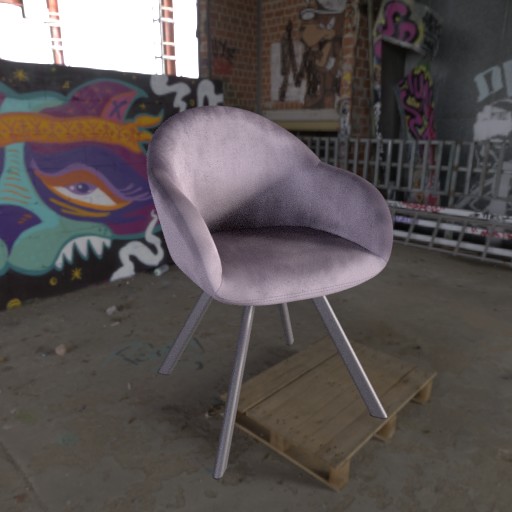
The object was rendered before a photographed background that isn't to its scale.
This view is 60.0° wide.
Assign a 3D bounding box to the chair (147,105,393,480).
[{"bbox_3d":[0.000,0.000,1.204,0.550,0.795,0.590,-8,18,-25],"label":"chair"}]
